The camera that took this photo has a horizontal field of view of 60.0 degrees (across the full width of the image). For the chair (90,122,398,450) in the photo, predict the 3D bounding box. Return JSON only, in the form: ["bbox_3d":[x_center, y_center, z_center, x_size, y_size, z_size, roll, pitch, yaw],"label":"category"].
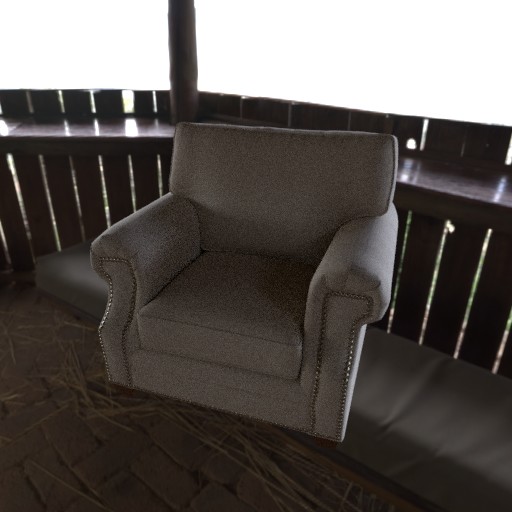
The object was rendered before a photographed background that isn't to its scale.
[{"bbox_3d":[0.000,0.000,1.836,1.092,0.961,0.965,8,27,17],"label":"chair"}]
